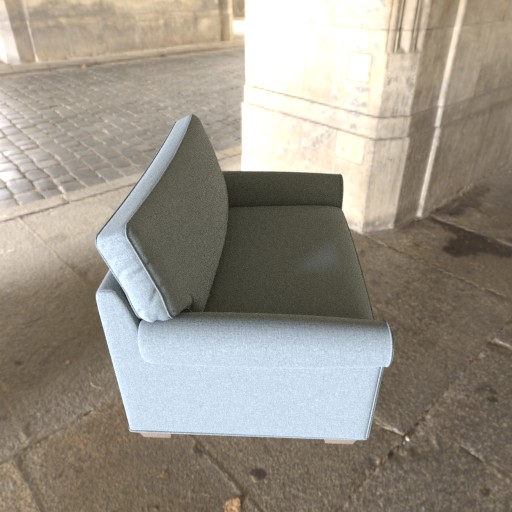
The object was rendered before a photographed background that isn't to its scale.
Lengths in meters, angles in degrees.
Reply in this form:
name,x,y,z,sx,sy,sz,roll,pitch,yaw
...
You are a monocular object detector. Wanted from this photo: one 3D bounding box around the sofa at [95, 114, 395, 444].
name,x,y,z,sx,sy,sz,roll,pitch,yaw
sofa,0.000,0.000,2.008,0.940,0.953,1.410,1,32,2
